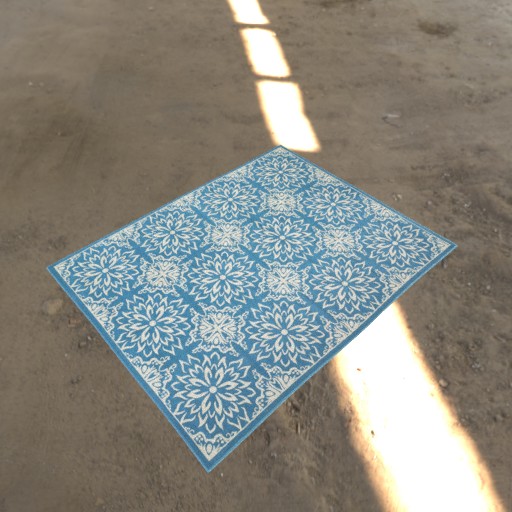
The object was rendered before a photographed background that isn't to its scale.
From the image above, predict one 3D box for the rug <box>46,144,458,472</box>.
[{"bbox_3d":[0.000,0.000,4.044,2.964,0.018,2.350,-33,55,-28],"label":"rug"}]
